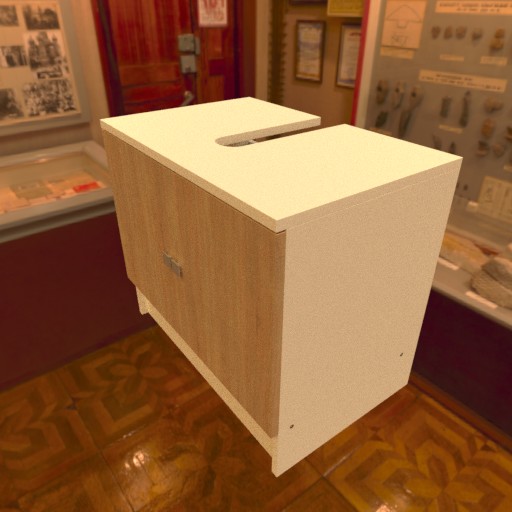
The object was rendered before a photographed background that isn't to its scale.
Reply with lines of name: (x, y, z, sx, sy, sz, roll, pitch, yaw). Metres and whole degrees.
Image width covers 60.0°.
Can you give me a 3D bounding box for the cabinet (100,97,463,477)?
cabinet: (0.000, 0.000, 0.964, 0.400, 0.522, 0.600, -21, 37, -31)
